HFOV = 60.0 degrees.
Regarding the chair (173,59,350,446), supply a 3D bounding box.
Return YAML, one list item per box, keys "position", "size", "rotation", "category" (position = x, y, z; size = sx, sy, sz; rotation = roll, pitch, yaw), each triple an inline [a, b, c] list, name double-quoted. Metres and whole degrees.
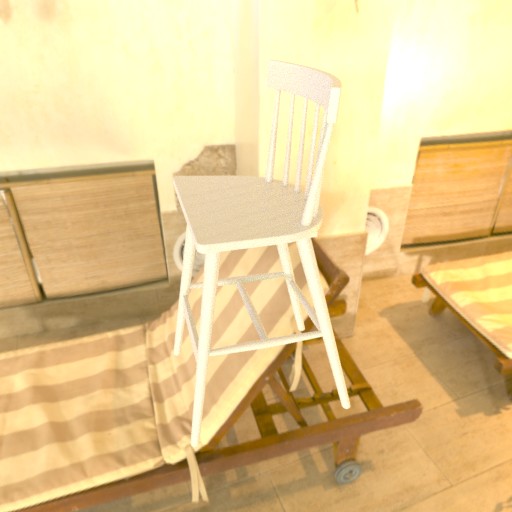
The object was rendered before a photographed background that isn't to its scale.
- position: [0.000, 0.000, 1.415]
  size: [0.572, 1.092, 0.483]
  rotation: [-9, 32, -14]
  category: "chair"
